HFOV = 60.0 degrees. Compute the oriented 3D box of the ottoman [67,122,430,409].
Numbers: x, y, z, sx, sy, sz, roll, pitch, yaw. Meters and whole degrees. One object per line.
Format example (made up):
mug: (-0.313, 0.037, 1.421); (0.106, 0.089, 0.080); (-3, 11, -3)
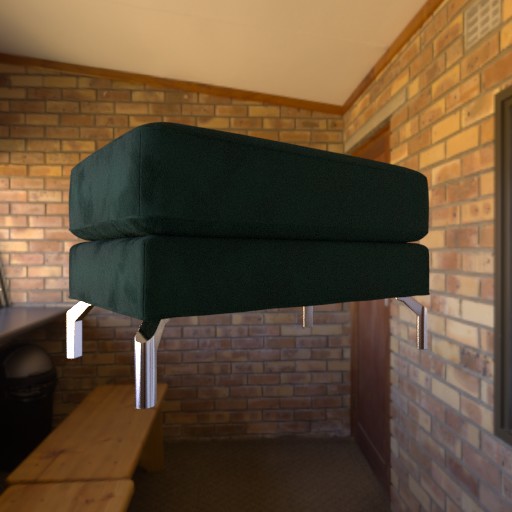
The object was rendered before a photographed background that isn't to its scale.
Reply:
ottoman: (0.000, 0.000, 1.223); (0.886, 0.533, 0.536); (0, 0, -36)
